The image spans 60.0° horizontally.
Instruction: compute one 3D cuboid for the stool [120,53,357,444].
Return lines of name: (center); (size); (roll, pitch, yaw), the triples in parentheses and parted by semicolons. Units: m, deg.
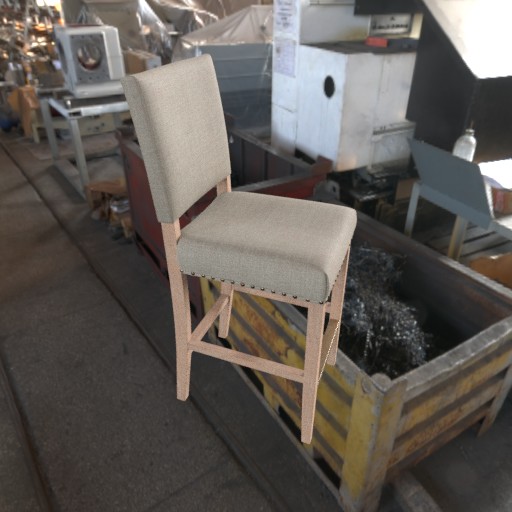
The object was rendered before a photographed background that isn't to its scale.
stool: (0.000, 0.000, 1.487); (0.585, 1.173, 0.445); (11, 33, 18)
